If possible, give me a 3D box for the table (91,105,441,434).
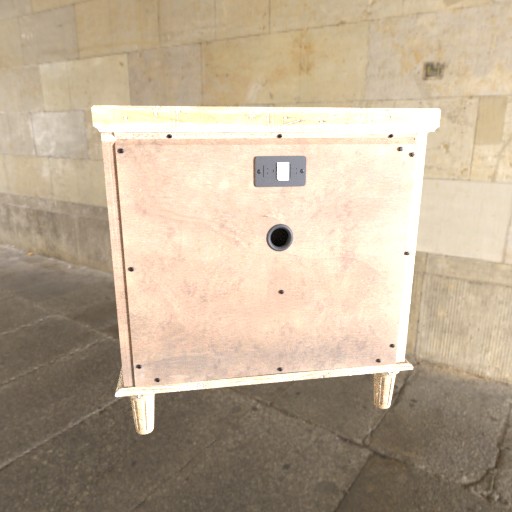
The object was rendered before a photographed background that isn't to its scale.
[{"bbox_3d":[0.000,0.000,1.151,0.686,0.711,0.457,-3,16,-9],"label":"table"}]
